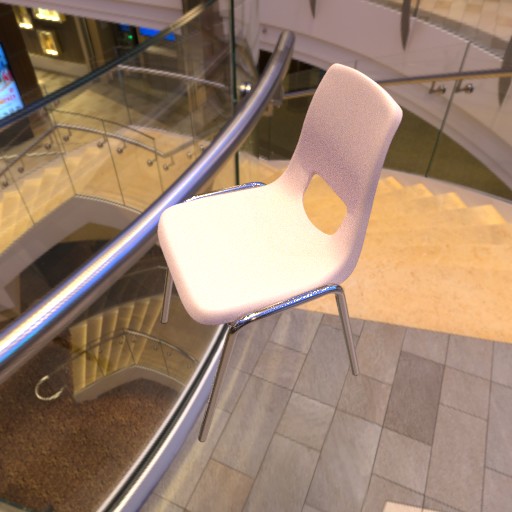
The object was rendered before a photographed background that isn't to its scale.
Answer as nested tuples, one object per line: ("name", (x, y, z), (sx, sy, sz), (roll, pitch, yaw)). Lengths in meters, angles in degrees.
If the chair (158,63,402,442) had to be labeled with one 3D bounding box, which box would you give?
("chair", (0.000, 0.000, 0.950), (0.436, 0.704, 0.381), (-16, 47, -16))
